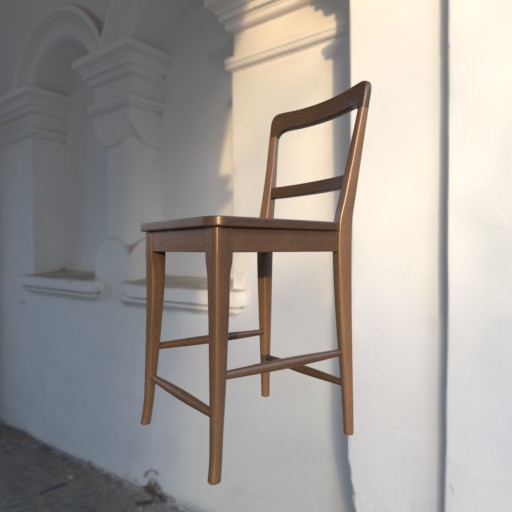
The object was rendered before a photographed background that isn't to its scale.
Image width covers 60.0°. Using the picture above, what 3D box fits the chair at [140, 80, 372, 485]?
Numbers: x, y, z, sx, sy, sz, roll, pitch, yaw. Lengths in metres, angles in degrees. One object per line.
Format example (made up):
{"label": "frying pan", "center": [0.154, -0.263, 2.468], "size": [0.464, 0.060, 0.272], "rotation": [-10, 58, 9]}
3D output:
{"label": "chair", "center": [0.000, 0.000, 1.281], "size": [0.546, 0.991, 0.450], "rotation": [-1, 1, -35]}
